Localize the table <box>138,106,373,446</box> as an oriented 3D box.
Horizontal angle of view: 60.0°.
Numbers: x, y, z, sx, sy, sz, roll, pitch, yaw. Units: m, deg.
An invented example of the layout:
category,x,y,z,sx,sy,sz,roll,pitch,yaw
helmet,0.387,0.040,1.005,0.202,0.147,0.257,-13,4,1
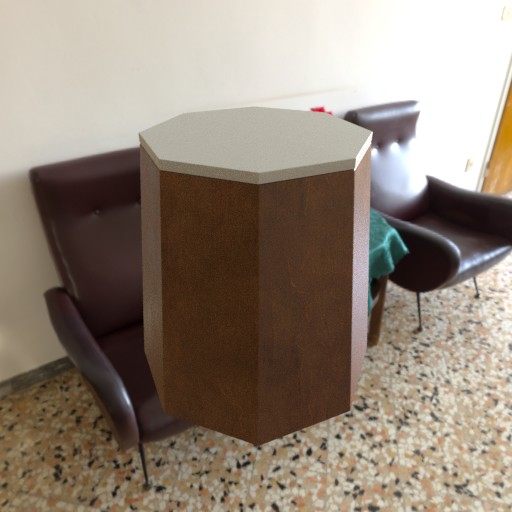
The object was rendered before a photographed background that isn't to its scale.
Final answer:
category,x,y,z,sx,sy,sz,roll,pitch,yaw
table,0.000,0.000,0.819,0.439,0.457,0.439,10,32,17
